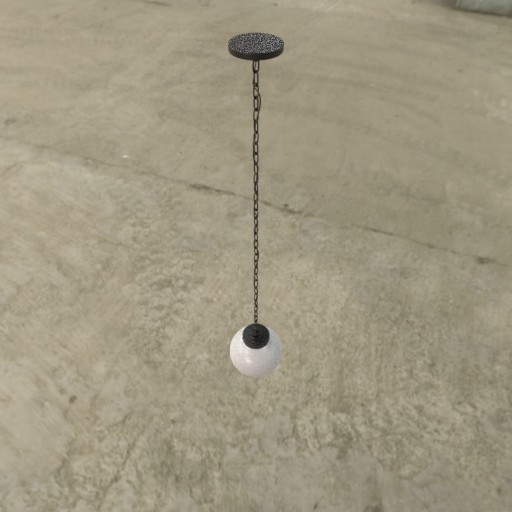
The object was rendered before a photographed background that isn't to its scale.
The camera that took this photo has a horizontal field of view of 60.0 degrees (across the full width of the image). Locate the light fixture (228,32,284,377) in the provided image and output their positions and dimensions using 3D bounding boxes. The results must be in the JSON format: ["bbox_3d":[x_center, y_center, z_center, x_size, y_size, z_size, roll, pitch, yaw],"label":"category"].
[{"bbox_3d":[0.000,0.000,2.025,0.305,1.867,0.304,-31,53,-27],"label":"light fixture"}]
